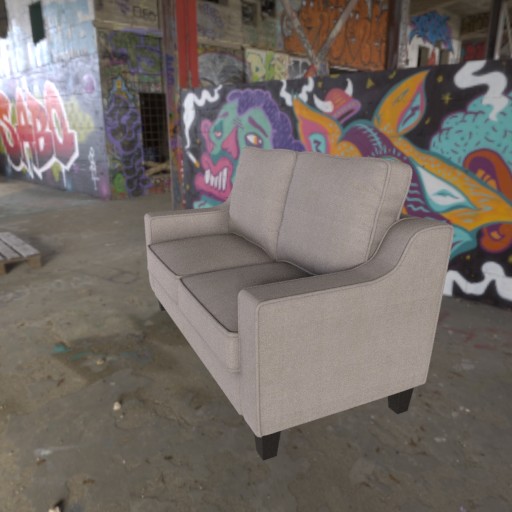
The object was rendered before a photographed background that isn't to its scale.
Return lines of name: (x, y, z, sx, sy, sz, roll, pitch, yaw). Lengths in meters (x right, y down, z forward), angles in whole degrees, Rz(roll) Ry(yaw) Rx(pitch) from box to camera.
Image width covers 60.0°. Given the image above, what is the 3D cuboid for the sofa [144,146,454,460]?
sofa: (0.000, 0.000, 2.060, 0.791, 0.948, 1.500, -8, 18, -24)
